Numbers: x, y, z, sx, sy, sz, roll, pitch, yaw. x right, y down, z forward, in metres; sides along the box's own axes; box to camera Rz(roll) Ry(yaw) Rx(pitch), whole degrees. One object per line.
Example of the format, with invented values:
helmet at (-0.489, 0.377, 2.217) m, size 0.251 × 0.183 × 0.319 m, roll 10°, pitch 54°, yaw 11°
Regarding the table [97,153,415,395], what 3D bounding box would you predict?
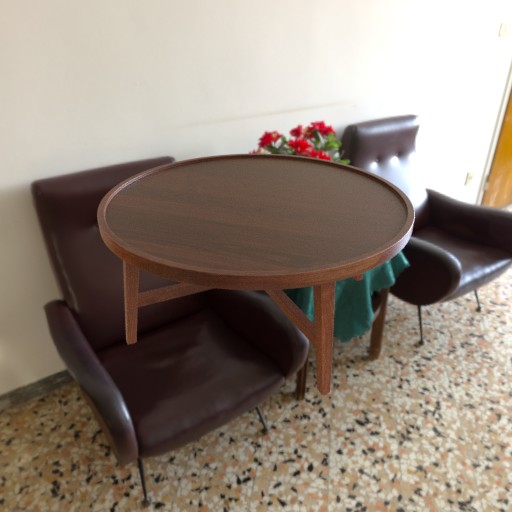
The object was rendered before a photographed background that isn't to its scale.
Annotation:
table at (0.000, 0.000, 1.257) m, size 0.800 × 0.360 × 0.800 m, roll 0°, pitch 29°, yaw 0°
